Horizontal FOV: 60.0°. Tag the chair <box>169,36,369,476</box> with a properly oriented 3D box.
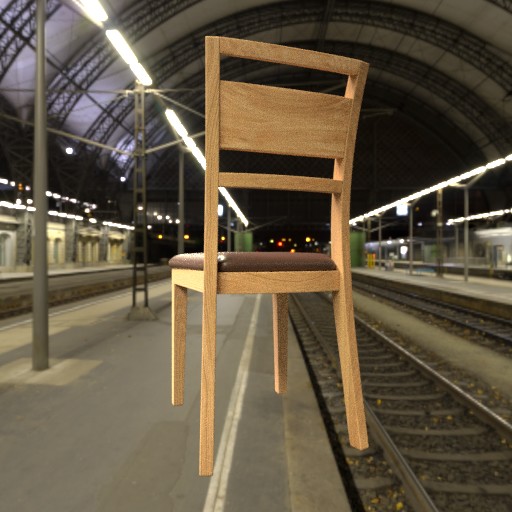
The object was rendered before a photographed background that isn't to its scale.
[{"bbox_3d":[0.000,0.000,1.232,0.420,0.940,0.545,0,0,-20],"label":"chair"}]
